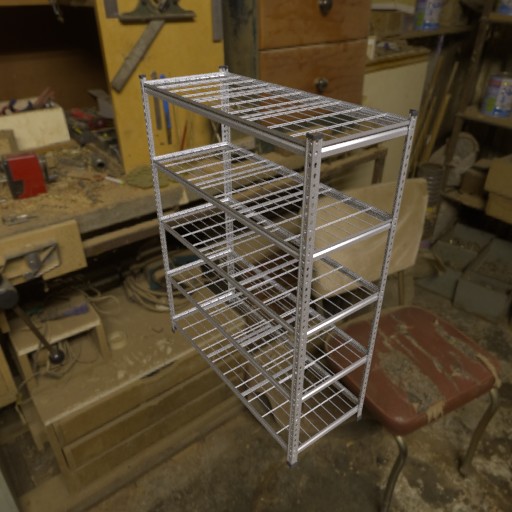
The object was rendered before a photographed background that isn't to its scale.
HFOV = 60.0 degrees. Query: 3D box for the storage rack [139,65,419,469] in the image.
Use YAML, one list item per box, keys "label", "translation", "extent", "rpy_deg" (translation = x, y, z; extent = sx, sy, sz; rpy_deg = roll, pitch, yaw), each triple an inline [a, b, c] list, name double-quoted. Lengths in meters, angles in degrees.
- label: "storage rack"
  translation: [0.000, 0.000, 2.771]
  extent: [0.610, 1.981, 1.524]
  rpy_deg: [-21, 37, -30]
